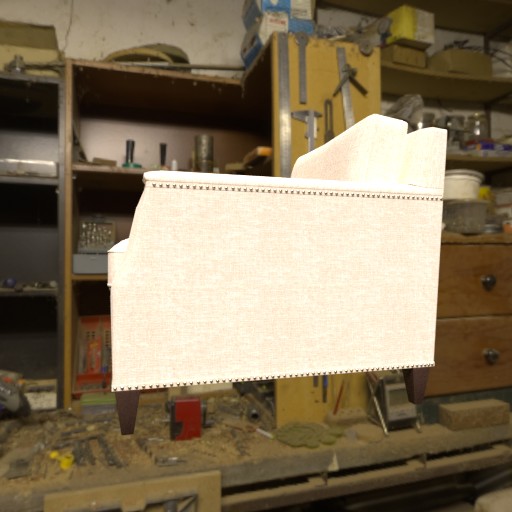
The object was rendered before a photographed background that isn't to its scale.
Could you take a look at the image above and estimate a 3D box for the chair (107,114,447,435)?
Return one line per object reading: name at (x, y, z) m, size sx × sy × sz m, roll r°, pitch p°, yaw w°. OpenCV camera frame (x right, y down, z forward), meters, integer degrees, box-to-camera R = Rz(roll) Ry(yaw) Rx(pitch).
chair at (0.000, 0.000, 1.665) m, size 1.041 × 0.940 × 0.838 m, roll 0°, pitch -1°, yaw -17°
